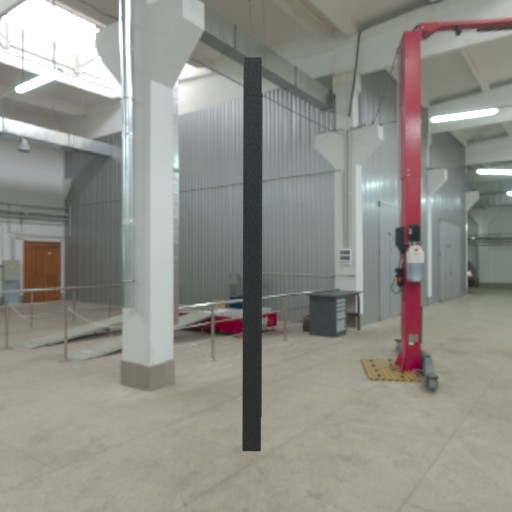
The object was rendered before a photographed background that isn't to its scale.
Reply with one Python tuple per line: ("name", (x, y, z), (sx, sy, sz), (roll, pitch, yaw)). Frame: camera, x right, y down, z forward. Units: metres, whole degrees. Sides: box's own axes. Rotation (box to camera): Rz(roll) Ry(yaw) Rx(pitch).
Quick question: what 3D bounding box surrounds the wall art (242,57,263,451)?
("wall art", (0.000, 0.000, 0.560), (0.016, 0.306, 0.432), (0, -1, 1))
